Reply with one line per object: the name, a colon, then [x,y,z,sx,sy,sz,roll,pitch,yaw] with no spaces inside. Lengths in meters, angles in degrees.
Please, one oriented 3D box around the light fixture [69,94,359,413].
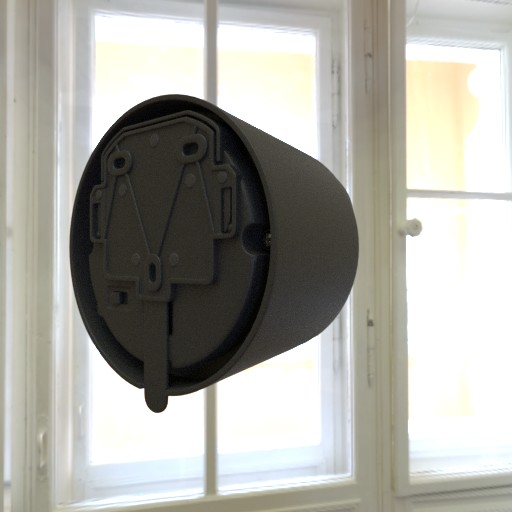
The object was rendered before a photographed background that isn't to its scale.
light fixture: [0.000,0.000,0.264,0.134,0.143,0.160,0,0,36]
